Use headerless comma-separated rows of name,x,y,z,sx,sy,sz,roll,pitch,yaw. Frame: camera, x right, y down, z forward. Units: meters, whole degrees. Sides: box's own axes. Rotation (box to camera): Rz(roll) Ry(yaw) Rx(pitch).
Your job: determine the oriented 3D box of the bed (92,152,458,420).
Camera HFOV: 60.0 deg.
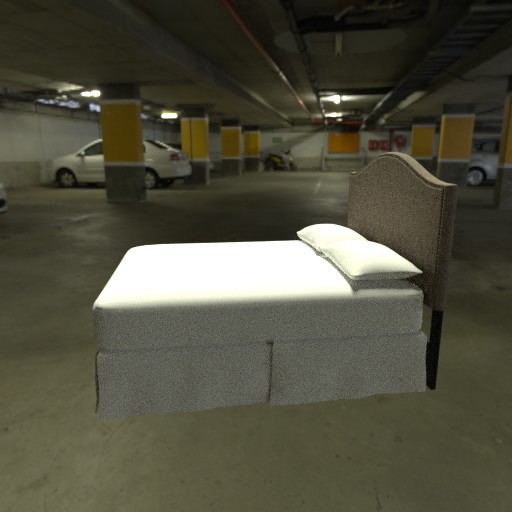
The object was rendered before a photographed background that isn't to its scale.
bed,0.000,0.000,3.324,2.153,1.518,1.713,-2,13,-8
